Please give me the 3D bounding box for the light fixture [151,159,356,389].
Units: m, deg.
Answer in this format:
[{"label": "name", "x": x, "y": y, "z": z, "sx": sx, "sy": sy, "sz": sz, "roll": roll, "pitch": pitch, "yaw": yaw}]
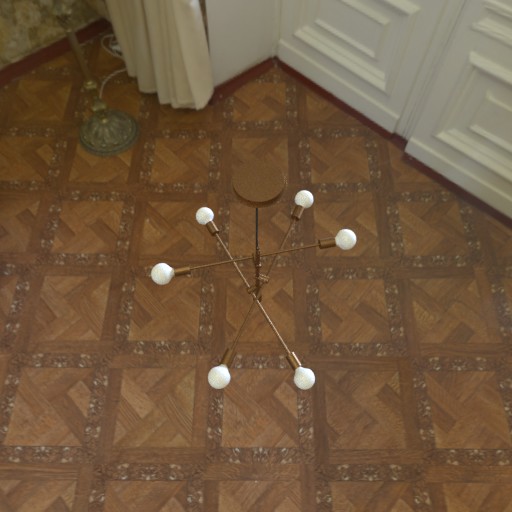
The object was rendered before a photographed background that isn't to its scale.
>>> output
[{"label": "light fixture", "x": 0.000, "y": 0.000, "z": 1.284, "sx": 0.637, "sy": 0.744, "sz": 0.682, "roll": -1, "pitch": 63, "yaw": -1}]
